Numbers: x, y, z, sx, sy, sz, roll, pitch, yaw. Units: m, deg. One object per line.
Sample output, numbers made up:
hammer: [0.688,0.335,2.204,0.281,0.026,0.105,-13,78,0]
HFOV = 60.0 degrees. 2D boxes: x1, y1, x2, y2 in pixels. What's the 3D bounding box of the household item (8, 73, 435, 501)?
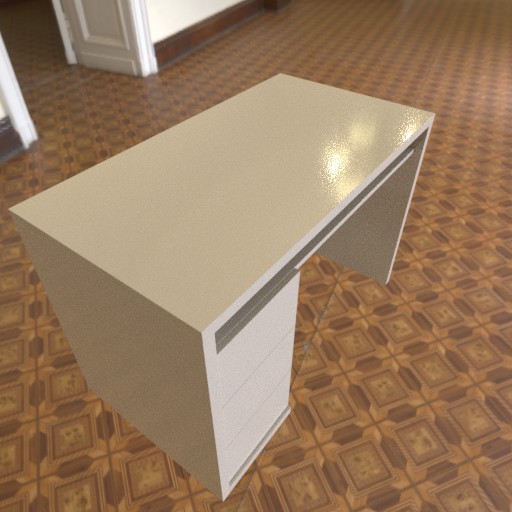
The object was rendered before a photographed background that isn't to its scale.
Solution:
household item: [0.000,0.000,1.459,0.597,0.749,1.100,27,48,27]
